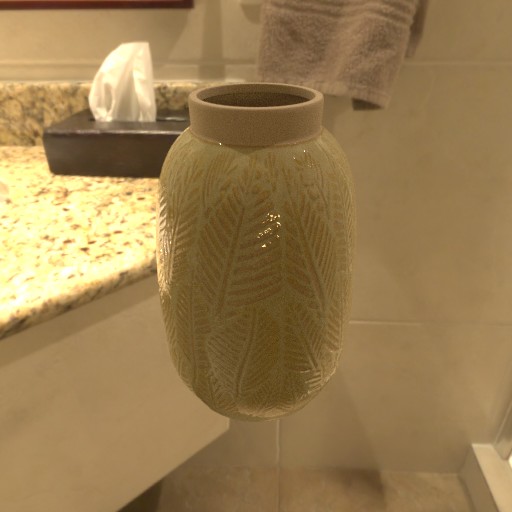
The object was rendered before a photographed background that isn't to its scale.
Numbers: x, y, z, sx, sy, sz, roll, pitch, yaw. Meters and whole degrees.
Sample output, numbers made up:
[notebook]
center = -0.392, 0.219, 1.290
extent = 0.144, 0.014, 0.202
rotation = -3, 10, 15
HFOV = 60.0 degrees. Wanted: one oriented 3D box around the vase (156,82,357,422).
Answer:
[vase]
center = 0.000, 0.000, 0.386
extent = 0.172, 0.270, 0.172
rotation = 0, 31, 0
